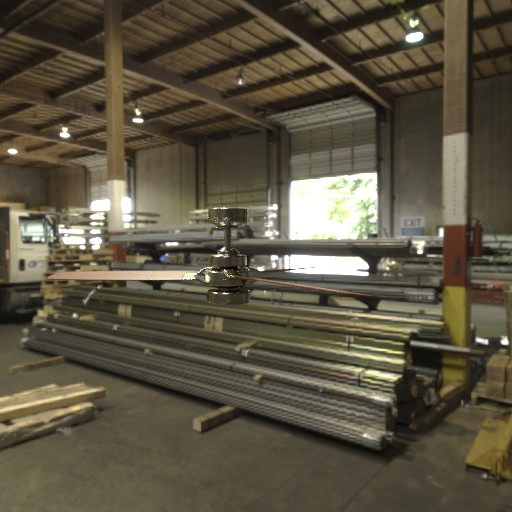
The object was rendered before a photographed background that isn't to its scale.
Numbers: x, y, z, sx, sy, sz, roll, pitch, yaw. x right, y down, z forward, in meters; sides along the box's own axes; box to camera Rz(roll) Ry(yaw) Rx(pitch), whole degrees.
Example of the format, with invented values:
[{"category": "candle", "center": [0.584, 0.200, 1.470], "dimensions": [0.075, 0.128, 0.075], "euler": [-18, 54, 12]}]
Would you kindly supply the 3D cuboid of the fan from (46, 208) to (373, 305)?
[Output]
[{"category": "fan", "center": [0.000, 0.000, 2.015], "dimensions": [1.416, 0.410, 1.271], "euler": [2, 3, 37]}]
